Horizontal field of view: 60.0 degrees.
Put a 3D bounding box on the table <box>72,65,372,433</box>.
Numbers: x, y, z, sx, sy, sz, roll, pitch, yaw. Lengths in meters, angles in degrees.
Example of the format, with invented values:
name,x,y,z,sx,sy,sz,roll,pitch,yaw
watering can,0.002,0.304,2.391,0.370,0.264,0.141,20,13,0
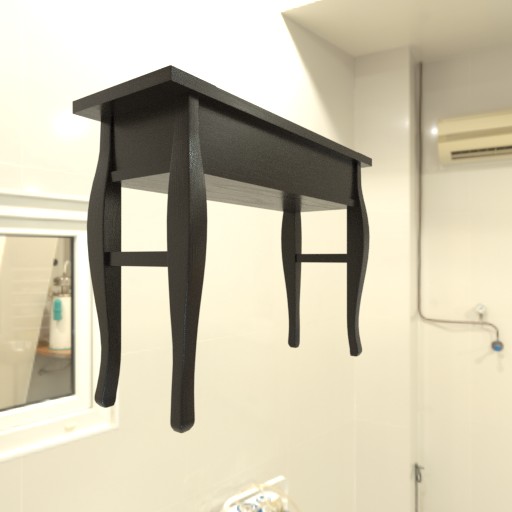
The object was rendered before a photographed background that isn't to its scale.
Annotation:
name,x,y,z,sx,sy,sz,roll,pitch,yaw
table,0.000,0.000,1.425,0.373,0.768,1.062,0,0,36
